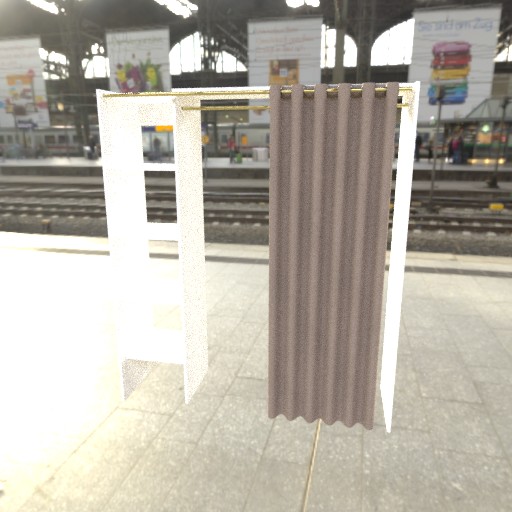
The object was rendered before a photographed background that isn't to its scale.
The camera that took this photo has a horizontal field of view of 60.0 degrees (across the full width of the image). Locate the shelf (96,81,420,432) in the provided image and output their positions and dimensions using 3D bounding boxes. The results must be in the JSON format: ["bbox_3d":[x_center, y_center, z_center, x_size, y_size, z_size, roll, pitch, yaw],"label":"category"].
[{"bbox_3d":[0.000,0.000,2.586,1.600,1.820,0.500,3,14,11],"label":"shelf"}]
